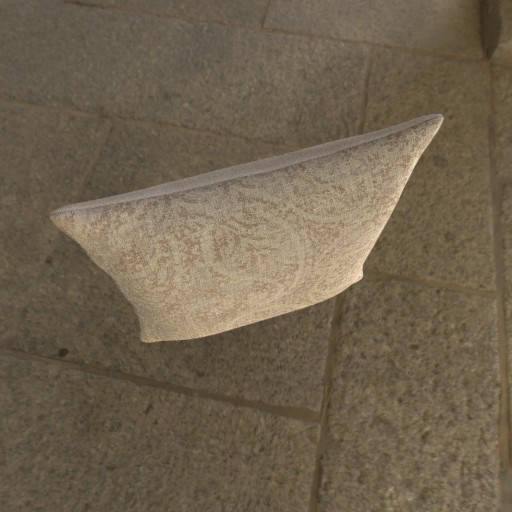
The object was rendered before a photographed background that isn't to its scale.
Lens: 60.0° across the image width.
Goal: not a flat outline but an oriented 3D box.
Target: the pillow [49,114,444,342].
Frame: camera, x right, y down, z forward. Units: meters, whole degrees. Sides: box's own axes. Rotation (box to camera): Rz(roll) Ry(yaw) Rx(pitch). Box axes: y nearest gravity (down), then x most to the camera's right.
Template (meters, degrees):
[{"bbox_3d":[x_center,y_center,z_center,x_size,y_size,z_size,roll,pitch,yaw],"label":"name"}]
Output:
[{"bbox_3d":[0.000,0.000,0.777,0.523,0.510,0.166,-16,65,-8],"label":"pillow"}]
